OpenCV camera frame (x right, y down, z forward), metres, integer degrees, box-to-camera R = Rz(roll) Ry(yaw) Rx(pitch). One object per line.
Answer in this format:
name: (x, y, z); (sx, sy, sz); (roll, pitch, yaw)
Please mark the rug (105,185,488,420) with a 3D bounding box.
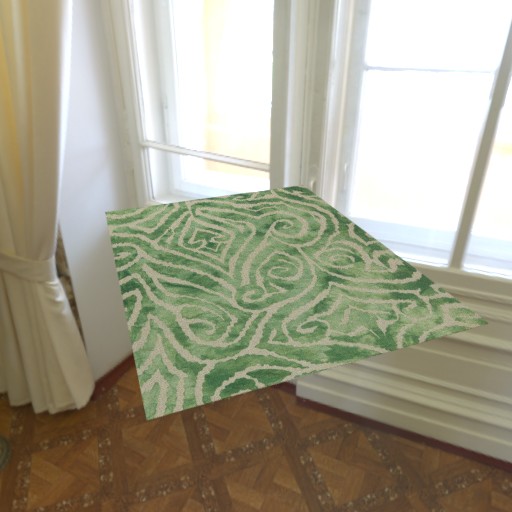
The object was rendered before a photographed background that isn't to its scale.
rug: (0.000, 0.000, 4.061); (2.436, 0.007, 3.045); (-10, 31, -18)
